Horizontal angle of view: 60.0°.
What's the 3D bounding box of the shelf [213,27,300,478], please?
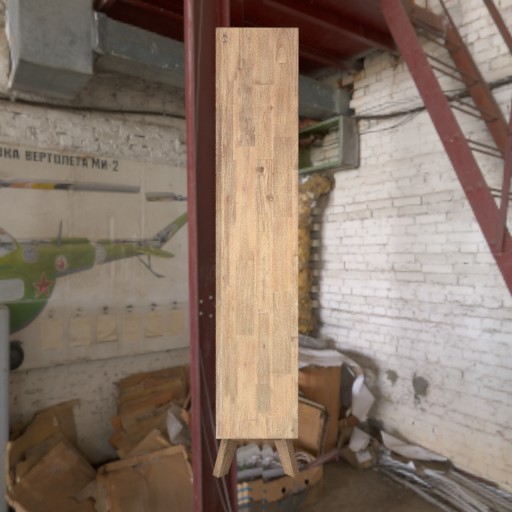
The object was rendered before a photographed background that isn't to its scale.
[{"bbox_3d":[0.000,0.000,1.549,0.267,1.342,0.491,0,0,0],"label":"shelf"}]
